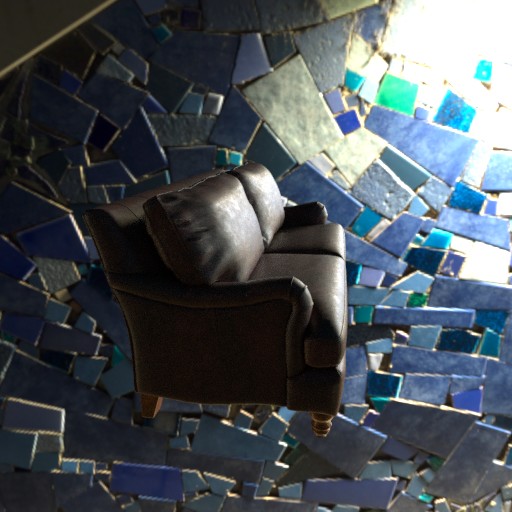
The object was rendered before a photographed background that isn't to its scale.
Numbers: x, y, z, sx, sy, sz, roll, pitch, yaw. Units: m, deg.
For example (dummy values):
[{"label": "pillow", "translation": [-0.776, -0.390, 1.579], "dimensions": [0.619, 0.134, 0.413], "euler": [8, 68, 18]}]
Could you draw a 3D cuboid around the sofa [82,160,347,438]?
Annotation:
[{"label": "sofa", "translation": [0.000, 0.000, 2.853], "dimensions": [1.147, 1.071, 2.144], "euler": [3, 16, 10]}]
